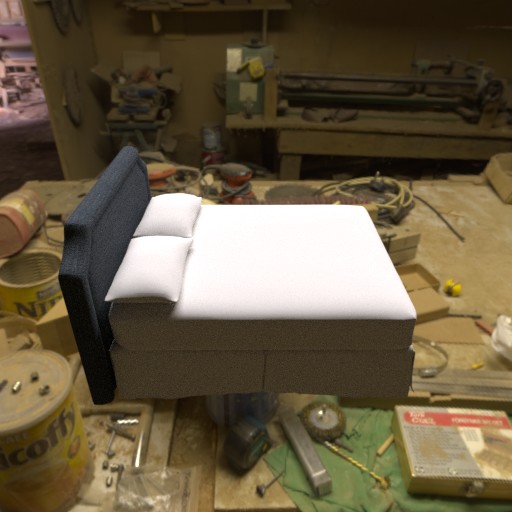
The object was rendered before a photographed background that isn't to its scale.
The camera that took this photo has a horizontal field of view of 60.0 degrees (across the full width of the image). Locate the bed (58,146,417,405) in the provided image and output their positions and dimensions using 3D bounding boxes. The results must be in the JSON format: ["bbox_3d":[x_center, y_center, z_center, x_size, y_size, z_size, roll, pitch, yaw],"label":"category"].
[{"bbox_3d":[0.000,0.000,3.417,2.208,1.297,1.828,0,32,0],"label":"bed"}]
